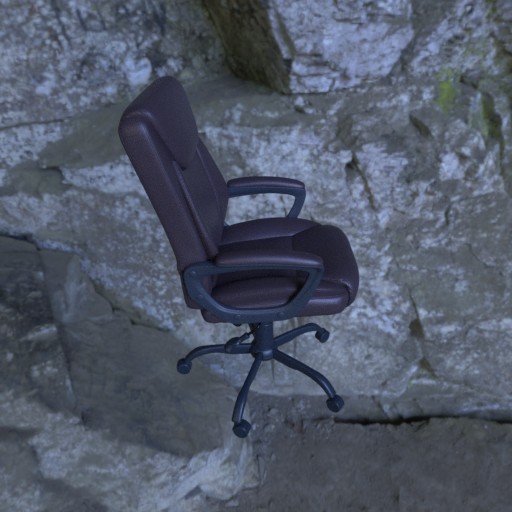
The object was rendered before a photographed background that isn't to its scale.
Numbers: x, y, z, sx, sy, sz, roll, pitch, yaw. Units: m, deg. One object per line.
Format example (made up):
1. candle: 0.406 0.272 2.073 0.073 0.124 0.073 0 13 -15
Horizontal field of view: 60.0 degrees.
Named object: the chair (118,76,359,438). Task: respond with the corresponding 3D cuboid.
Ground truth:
1. chair: 0.000 0.000 1.469 0.655 1.072 0.615 0 32 0
